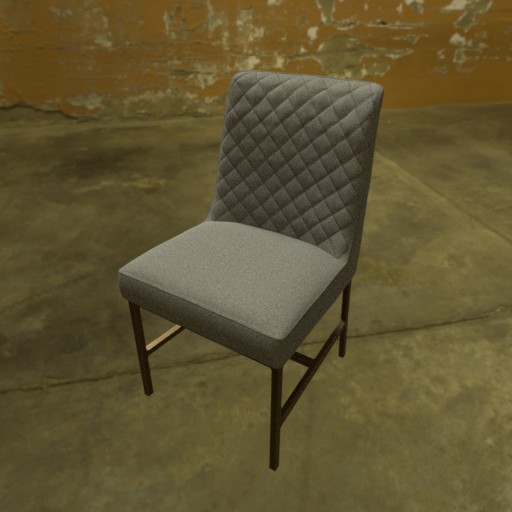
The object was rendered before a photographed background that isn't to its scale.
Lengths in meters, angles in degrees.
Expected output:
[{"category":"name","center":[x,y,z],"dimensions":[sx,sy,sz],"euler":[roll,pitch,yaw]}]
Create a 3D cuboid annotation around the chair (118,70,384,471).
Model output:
[{"category":"chair","center":[0.000,0.000,1.246],"dimensions":[0.508,0.889,0.587],"euler":[18,35,28]}]
